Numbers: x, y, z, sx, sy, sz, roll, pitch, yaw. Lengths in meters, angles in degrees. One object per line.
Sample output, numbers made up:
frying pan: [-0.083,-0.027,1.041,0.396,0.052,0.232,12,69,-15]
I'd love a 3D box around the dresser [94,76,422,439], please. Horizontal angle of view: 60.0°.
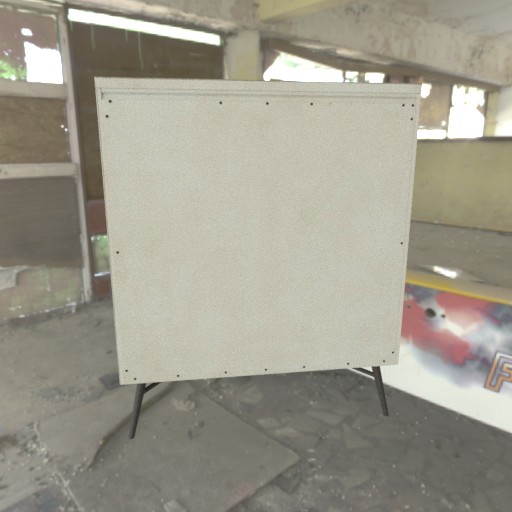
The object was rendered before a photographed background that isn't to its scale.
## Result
dresser: [0.000,0.000,1.720,1.016,1.219,0.457,-2,14,-8]
